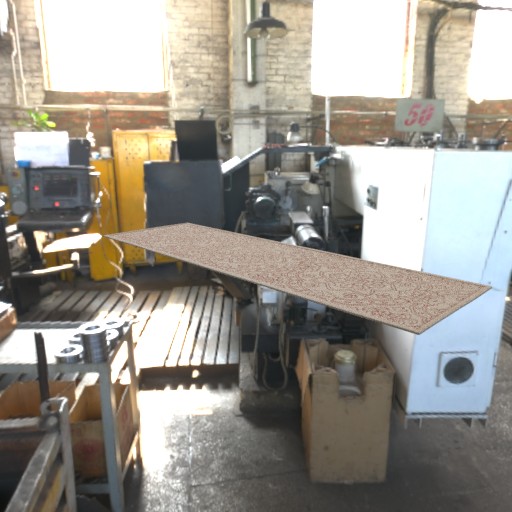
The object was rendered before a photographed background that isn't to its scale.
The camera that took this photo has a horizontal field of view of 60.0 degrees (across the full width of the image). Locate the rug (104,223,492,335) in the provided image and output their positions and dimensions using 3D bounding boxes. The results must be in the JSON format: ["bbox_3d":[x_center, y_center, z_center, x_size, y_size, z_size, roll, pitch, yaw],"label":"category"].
[{"bbox_3d":[0.000,0.000,2.698,0.769,0.012,2.448,-14,20,-43],"label":"rug"}]
